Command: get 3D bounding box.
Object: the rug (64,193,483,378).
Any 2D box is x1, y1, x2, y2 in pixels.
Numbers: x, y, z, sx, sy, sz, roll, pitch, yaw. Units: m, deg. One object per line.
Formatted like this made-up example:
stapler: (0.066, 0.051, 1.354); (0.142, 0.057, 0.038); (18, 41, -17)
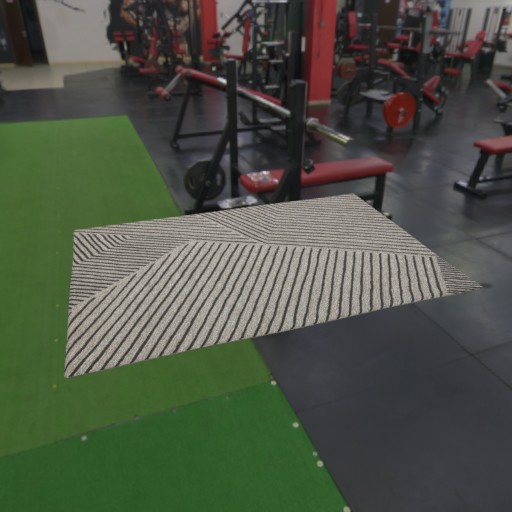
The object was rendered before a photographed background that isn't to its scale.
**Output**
rug: (0.000, 0.000, 2.333); (1.842, 0.019, 1.237); (-9, 31, -16)
